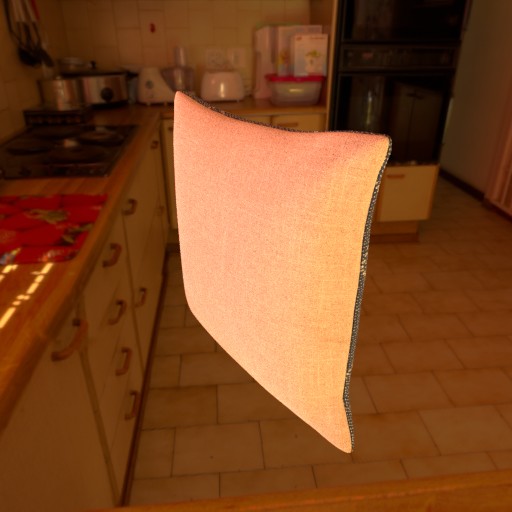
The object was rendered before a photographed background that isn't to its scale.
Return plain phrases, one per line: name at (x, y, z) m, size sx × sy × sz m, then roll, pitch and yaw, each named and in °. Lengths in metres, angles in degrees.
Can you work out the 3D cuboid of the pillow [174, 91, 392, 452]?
pillow at (0.000, 0.000, 0.662) m, size 0.148 × 0.428 × 0.435 m, roll -18°, pitch 32°, yaw -31°
